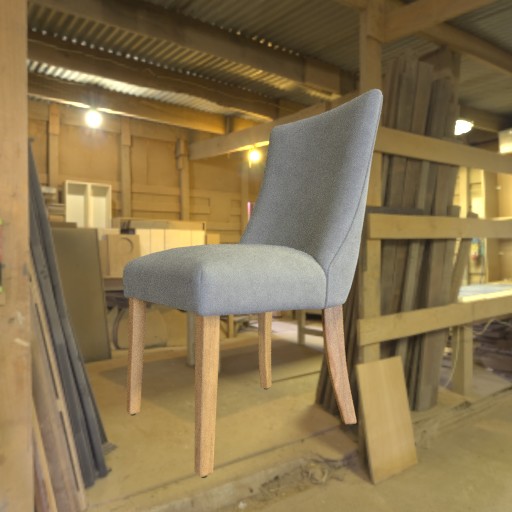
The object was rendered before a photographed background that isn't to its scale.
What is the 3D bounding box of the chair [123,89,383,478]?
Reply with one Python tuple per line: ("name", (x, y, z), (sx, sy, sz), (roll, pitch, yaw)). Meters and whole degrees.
("chair", (0.000, 0.000, 1.238), (0.610, 0.902, 0.495), (0, 0, -35))
